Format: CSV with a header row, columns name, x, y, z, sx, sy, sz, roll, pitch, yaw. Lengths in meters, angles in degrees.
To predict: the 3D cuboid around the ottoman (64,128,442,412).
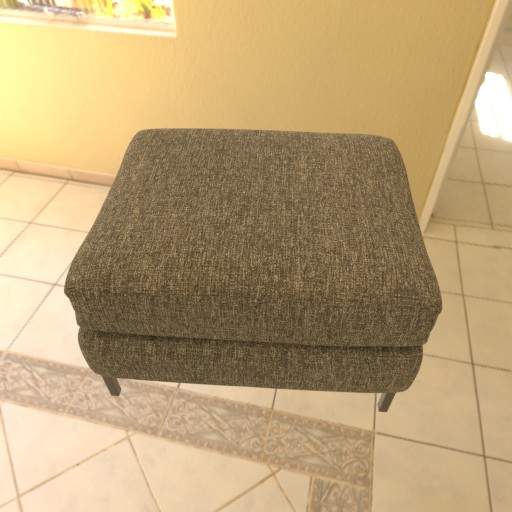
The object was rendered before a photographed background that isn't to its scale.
name,x,y,z,sx,sy,sz,roll,pitch,yaw
ottoman,0.000,0.000,1.209,0.828,0.480,0.683,3,46,3
